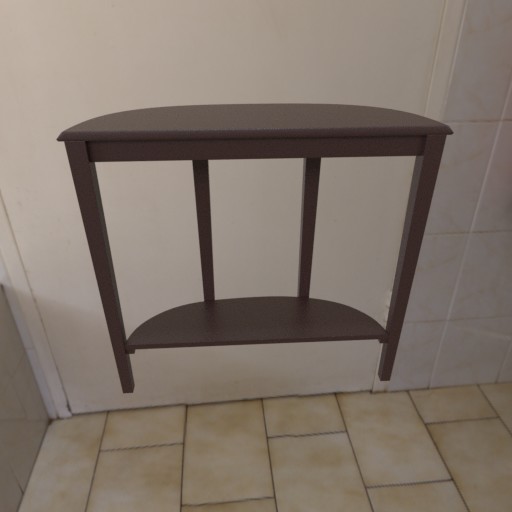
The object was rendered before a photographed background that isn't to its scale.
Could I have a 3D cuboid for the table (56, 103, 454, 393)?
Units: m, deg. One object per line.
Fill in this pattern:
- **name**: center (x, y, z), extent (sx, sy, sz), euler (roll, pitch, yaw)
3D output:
- **table**: center (0.000, 0.000, 1.332), extent (0.909, 0.831, 0.274), euler (-2, 31, -3)
